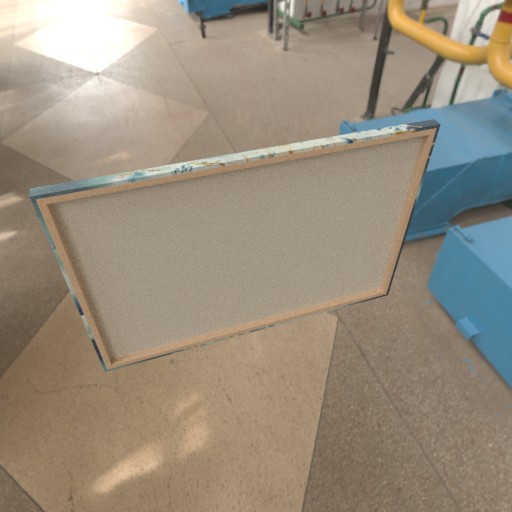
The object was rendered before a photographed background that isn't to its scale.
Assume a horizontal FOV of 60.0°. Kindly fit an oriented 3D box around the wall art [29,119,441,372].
[{"bbox_3d":[0.000,0.000,1.449,1.138,0.759,0.035,-13,45,-13],"label":"wall art"}]
